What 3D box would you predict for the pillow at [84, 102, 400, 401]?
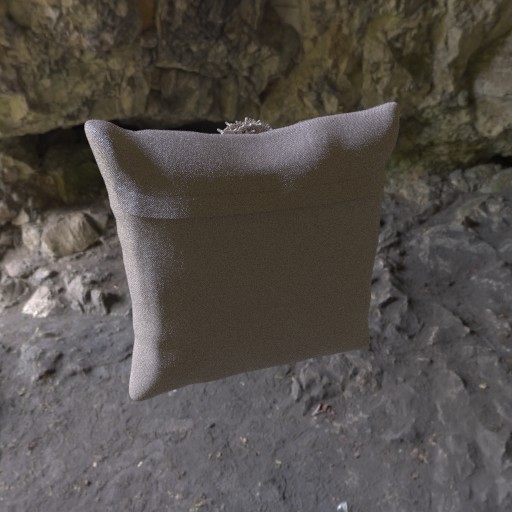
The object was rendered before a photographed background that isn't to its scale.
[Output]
[{"bbox_3d":[0.000,0.000,0.765,0.484,0.490,0.234,-8,28,-16],"label":"pillow"}]
